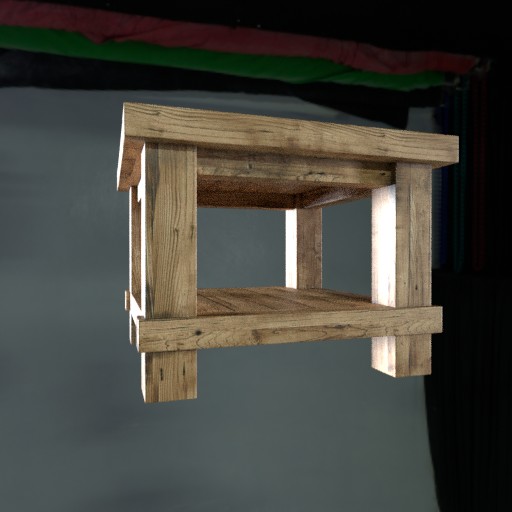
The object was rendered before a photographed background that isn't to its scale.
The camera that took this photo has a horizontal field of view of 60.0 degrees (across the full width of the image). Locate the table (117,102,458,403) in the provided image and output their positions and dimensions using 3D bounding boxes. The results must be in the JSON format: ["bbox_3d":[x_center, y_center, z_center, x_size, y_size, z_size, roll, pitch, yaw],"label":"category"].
[{"bbox_3d":[0.000,0.000,1.036,0.610,0.457,0.610,0,0,-18],"label":"table"}]
